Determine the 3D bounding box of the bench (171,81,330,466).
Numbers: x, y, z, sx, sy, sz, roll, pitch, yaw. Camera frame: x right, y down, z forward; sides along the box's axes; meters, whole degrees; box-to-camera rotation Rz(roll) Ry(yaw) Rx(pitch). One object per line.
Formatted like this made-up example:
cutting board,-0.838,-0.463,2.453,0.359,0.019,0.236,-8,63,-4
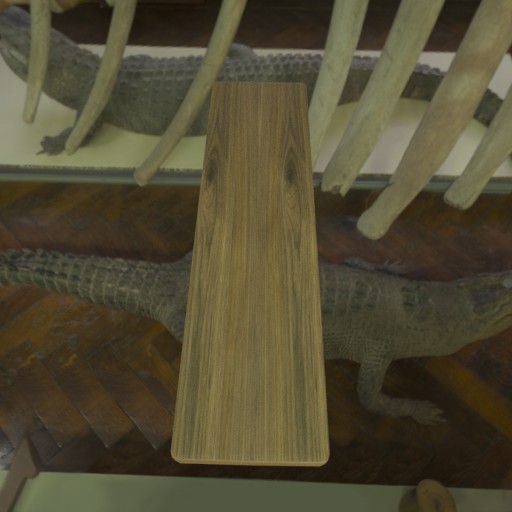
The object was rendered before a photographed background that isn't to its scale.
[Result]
bench,0.000,0.000,1.776,0.425,0.462,1.570,1,58,1
